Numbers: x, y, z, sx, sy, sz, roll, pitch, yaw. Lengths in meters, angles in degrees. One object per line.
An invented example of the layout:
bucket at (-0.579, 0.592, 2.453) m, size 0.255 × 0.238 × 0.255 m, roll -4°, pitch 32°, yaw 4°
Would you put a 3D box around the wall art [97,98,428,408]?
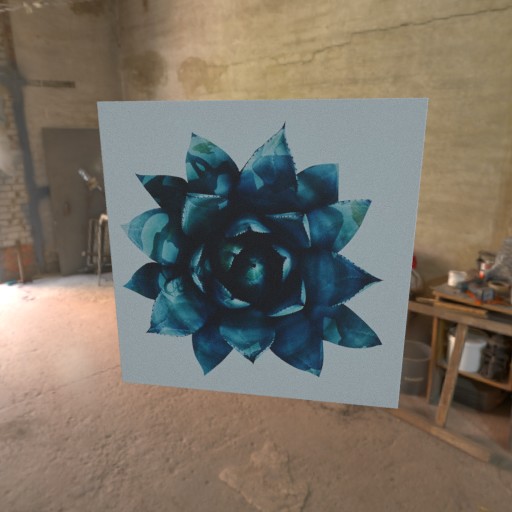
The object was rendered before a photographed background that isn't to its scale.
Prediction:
wall art at (0.000, 0.000, 0.461) m, size 0.305 × 0.305 × 0.038 m, roll 3°, pitch 16°, yaw 9°
